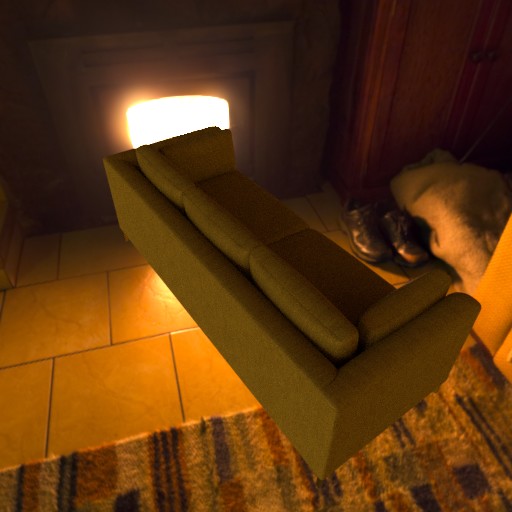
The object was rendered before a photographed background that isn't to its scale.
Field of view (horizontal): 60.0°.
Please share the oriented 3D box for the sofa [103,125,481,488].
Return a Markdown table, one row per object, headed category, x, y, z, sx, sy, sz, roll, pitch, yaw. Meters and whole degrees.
| category | x | y | z | sx | sy | sz | roll | pitch | yaw |
| --- | --- | --- | --- | --- | --- | --- | --- | --- | --- |
| sofa | 0.000 | 0.000 | 2.832 | 0.969 | 0.867 | 2.415 | -25 | 47 | -26 |
